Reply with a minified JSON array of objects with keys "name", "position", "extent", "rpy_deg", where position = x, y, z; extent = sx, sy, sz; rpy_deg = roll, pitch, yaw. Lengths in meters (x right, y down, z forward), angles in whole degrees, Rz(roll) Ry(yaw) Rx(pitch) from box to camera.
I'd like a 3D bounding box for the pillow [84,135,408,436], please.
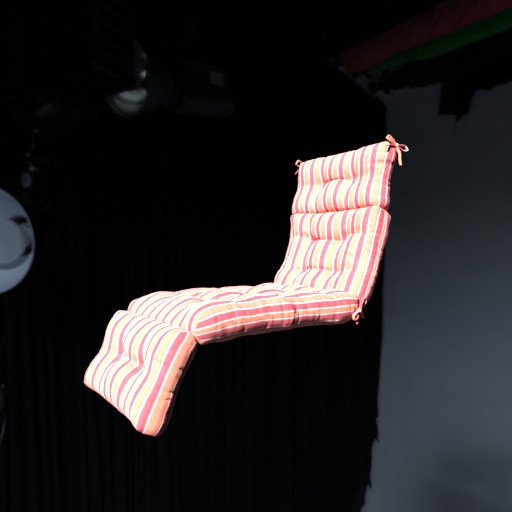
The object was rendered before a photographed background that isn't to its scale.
[{"name":"pillow","position":[0.000,0.000,1.509],"extent":[1.016,0.863,0.526],"rpy_deg":[0,0,-36]}]
